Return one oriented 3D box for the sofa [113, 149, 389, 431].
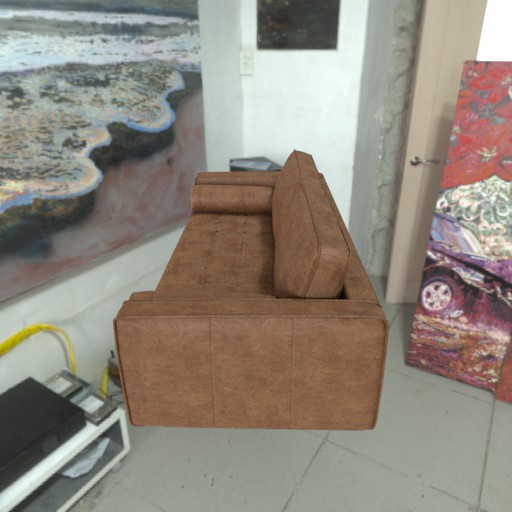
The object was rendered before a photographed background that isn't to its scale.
[{"bbox_3d":[0.000,0.000,2.365,0.924,0.825,1.920,1,25,1],"label":"sofa"}]
